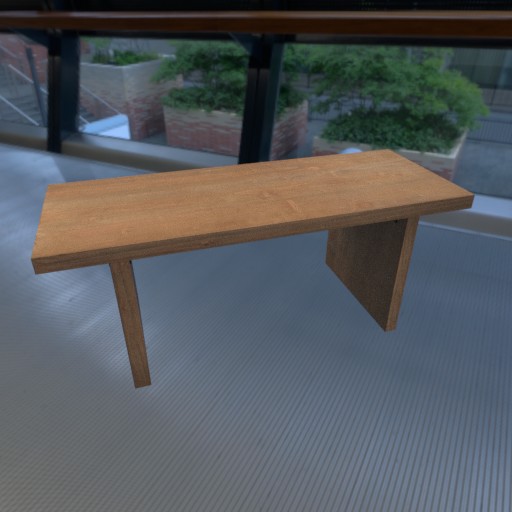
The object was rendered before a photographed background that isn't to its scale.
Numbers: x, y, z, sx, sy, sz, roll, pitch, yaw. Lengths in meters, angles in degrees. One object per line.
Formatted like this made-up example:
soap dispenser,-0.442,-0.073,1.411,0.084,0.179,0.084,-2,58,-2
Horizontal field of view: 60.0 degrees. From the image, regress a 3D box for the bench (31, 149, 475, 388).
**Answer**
bench,0.000,0.000,1.431,1.183,0.458,0.458,-9,32,-15
